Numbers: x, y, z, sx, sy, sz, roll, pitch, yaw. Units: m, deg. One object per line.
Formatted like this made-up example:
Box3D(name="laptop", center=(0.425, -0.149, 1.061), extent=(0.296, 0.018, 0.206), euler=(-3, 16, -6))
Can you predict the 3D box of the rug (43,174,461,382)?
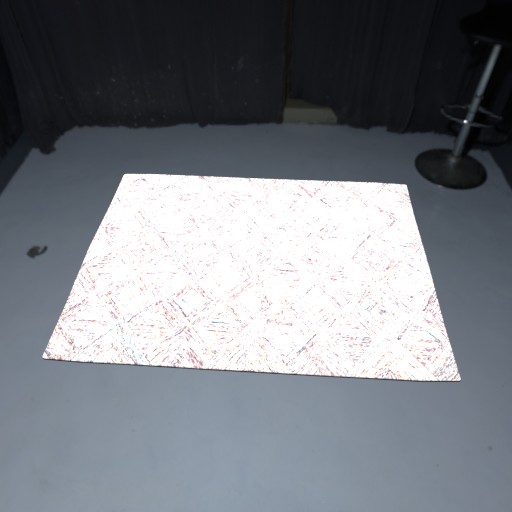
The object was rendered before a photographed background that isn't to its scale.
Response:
Box3D(name="rug", center=(0.000, 0.000, 4.208), extent=(3.226, 0.024, 2.436), euler=(3, 46, 2))
